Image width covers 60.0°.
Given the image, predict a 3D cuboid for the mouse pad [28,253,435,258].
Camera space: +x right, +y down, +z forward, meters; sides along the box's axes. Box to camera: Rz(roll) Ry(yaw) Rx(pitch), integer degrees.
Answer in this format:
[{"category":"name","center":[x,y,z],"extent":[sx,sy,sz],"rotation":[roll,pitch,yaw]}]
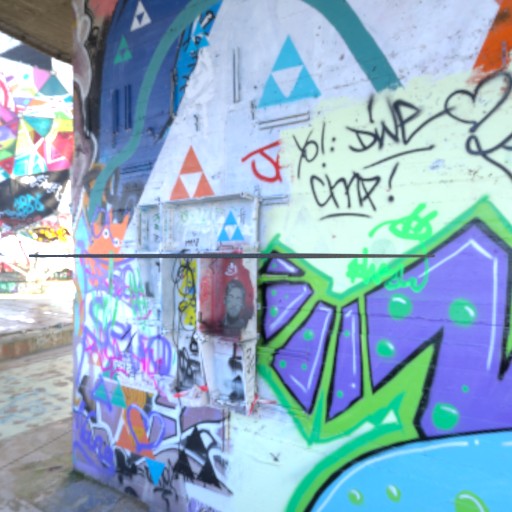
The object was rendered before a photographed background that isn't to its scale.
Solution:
[{"category":"mouse pad","center":[0.000,0.000,0.335],"extent":[0.211,0.002,0.249],"rotation":[0,0,34]}]
